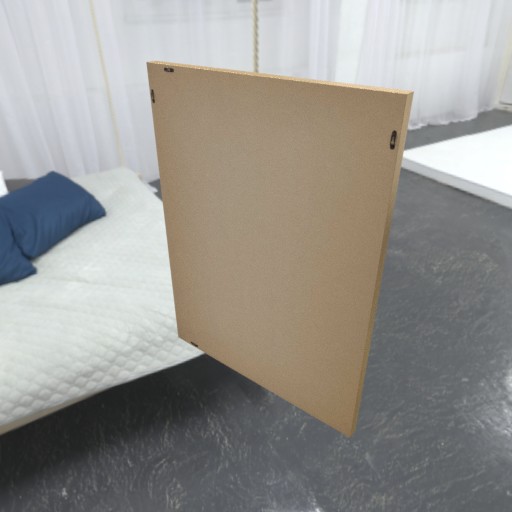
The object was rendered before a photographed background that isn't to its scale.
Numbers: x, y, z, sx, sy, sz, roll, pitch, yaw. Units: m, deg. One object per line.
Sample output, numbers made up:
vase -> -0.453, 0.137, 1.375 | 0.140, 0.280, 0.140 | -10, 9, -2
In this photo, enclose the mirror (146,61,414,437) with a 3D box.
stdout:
mirror -> 0.000, 0.000, 1.324 | 0.762, 1.016, 0.041 | 22, 37, 32
